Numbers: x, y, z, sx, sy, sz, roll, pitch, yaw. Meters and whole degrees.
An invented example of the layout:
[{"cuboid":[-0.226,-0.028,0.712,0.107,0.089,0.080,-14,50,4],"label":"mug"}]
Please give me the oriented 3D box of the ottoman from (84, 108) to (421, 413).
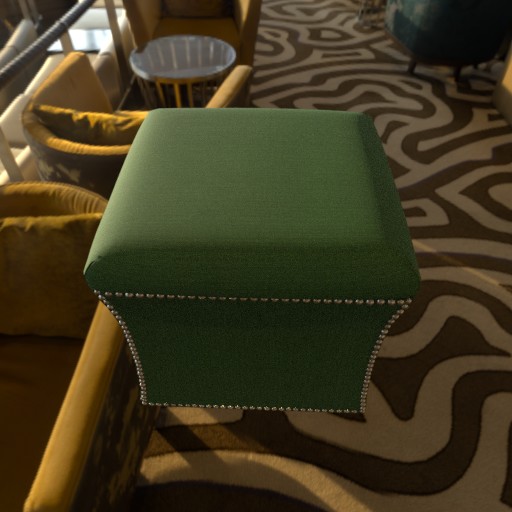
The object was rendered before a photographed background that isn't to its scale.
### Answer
[{"cuboid":[0.000,0.000,0.937,0.507,0.475,0.497,2,46,2],"label":"ottoman"}]
